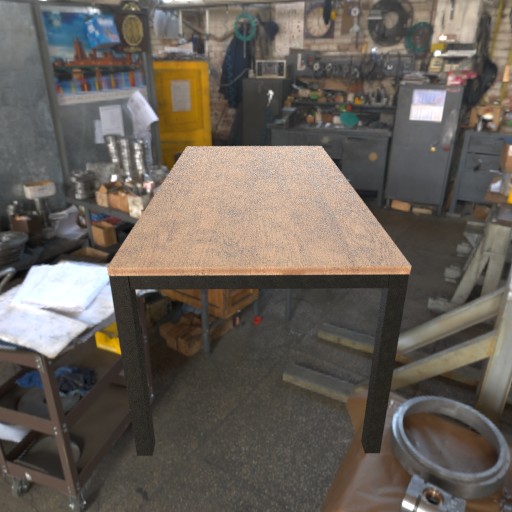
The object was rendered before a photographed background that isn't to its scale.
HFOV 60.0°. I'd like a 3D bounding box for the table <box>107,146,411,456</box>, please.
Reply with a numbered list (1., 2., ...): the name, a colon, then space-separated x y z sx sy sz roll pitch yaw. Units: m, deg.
1. table: 0.000 0.000 2.278 0.893 0.767 1.805 0 25 -1
